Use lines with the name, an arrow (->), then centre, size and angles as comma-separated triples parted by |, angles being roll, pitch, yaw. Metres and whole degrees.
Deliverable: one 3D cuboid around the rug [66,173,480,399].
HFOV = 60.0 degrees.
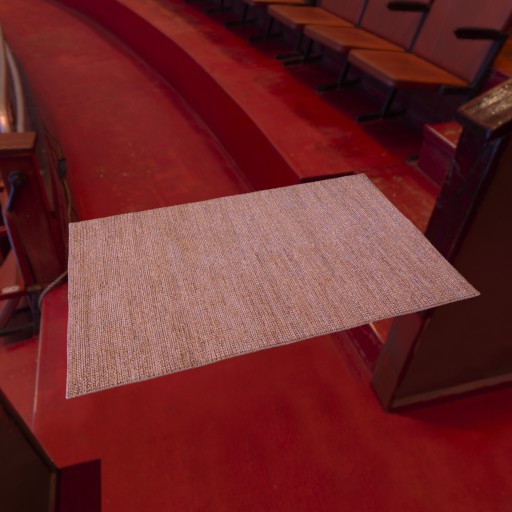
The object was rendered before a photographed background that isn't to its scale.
rug -> 0.000, 0.000, 3.015 | 2.438, 0.034, 1.521 | -11, 42, -13
